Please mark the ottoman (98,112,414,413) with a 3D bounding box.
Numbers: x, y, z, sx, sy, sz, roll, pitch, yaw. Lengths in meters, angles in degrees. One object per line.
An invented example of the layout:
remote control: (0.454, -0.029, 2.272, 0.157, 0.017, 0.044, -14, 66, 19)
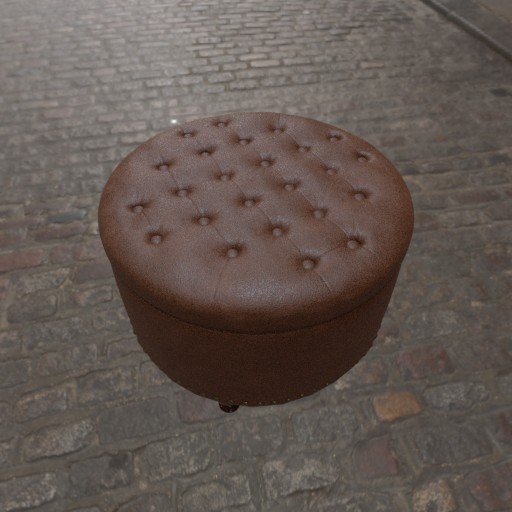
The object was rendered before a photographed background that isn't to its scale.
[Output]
ottoman: (0.000, 0.000, 1.048, 0.637, 0.442, 0.637, 0, 46, 0)
